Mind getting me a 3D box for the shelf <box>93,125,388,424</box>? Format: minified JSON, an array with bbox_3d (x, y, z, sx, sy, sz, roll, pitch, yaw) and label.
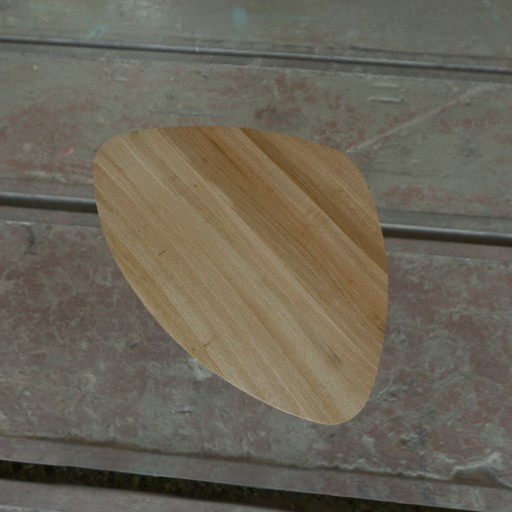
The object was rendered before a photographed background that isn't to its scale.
[{"bbox_3d":[0.000,0.000,1.627,0.863,0.439,1.240,-36,68,-18],"label":"shelf"}]
